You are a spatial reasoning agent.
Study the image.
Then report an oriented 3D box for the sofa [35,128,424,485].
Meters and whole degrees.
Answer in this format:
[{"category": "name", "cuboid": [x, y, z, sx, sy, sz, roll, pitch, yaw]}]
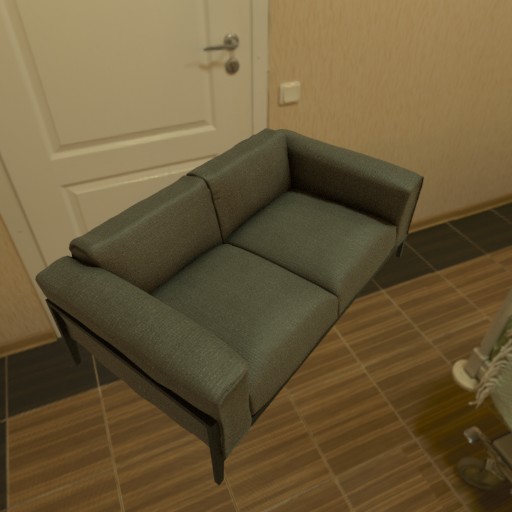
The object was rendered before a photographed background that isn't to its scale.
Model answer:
[{"category": "sofa", "cuboid": [0.000, 0.000, 2.165, 0.960, 0.656, 1.690, 27, 48, 27]}]
